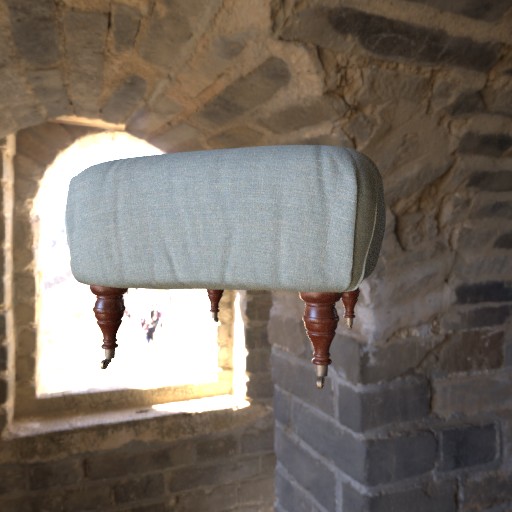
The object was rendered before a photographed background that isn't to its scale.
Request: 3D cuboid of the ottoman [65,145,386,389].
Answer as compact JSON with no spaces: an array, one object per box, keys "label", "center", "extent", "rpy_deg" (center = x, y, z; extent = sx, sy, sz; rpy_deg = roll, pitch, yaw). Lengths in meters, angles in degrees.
[{"label":"ottoman","center":[0.000,0.000,1.115],"extent":[0.622,0.450,0.747],"rpy_deg":[0,1,17]}]
